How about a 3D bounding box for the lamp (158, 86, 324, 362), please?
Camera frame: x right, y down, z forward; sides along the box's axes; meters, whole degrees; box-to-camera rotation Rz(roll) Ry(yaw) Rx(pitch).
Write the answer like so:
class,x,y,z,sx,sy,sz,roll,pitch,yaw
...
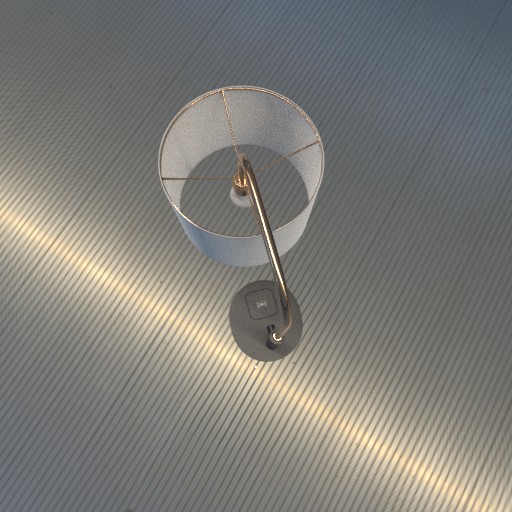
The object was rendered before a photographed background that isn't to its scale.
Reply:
class,x,y,z,sx,sy,sz,roll,pitch,yaw
lamp,0.000,0.000,0.725,0.199,0.540,0.337,-14,76,-4
